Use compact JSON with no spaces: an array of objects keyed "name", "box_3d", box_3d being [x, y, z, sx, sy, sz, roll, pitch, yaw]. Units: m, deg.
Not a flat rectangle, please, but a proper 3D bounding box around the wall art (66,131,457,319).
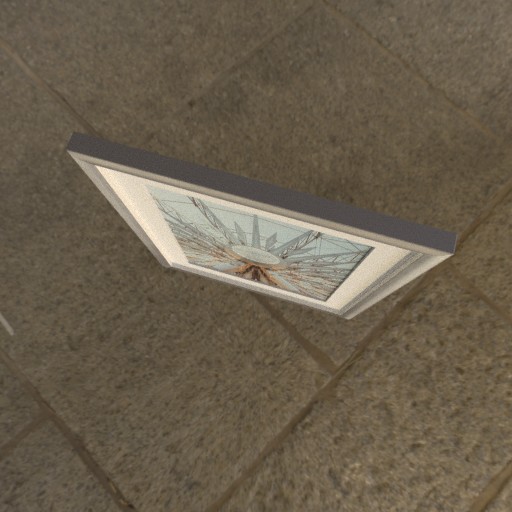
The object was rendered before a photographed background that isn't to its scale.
[{"name":"wall art","box_3d":[0.000,0.000,0.774,0.458,0.558,0.029,16,75,4]}]
